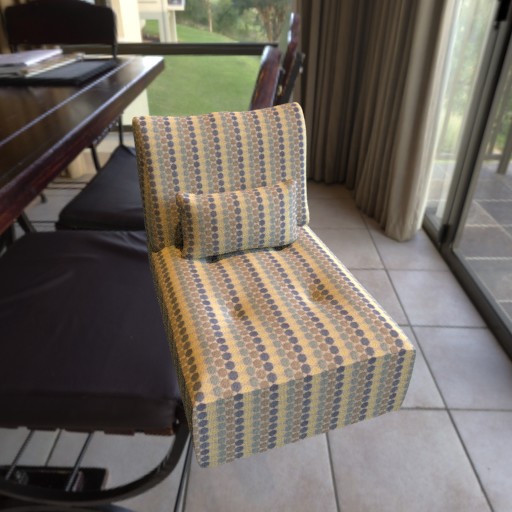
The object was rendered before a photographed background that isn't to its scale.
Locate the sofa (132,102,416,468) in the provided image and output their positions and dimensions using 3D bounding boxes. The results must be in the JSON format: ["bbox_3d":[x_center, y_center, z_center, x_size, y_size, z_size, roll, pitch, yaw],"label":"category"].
[{"bbox_3d":[0.000,0.000,1.583,0.700,0.820,1.000,-10,34,-16],"label":"sofa"}]
